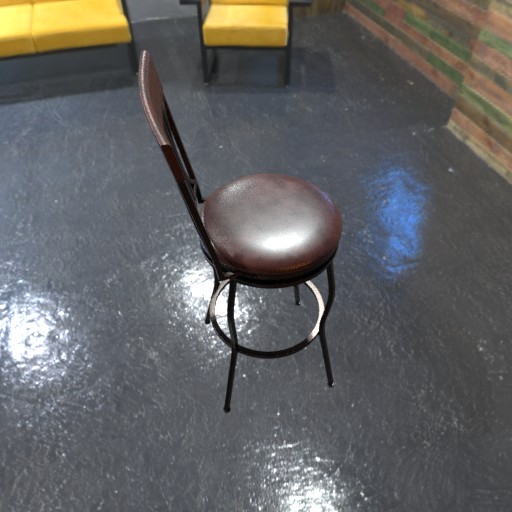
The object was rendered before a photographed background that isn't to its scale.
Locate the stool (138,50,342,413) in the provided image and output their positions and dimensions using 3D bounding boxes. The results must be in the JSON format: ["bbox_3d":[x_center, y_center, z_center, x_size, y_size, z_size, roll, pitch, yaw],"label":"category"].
[{"bbox_3d":[0.000,0.000,1.388,0.513,1.130,0.448,-10,47,-10],"label":"stool"}]
